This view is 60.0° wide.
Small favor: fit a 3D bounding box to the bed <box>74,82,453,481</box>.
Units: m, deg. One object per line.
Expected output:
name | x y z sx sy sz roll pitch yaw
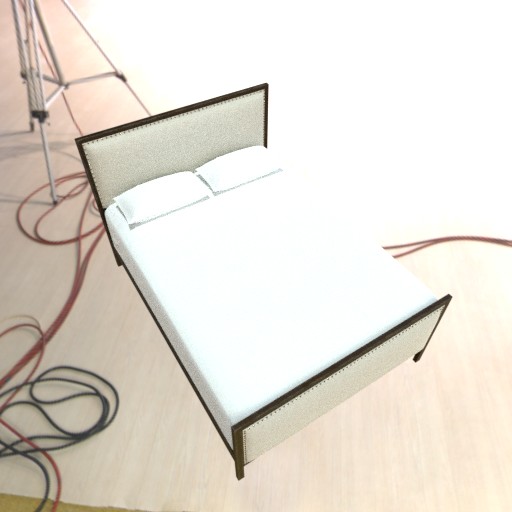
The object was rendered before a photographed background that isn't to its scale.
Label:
bed | 0.000 0.000 3.230 1.607 1.313 2.221 -25 52 -21
